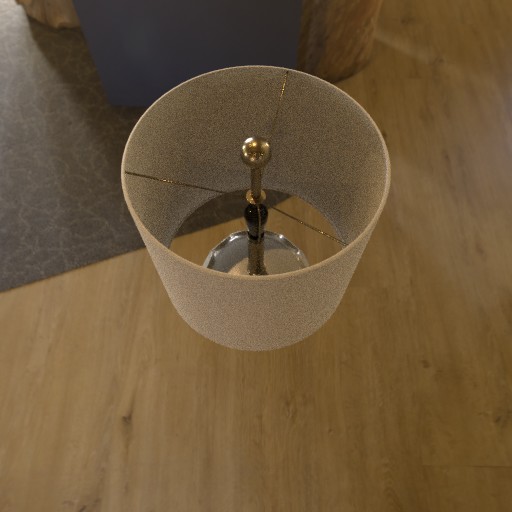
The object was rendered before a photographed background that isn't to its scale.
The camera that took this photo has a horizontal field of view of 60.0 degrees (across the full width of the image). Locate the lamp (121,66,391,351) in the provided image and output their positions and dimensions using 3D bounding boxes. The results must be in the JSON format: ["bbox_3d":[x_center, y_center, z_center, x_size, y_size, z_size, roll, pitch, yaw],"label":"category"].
[{"bbox_3d":[0.000,0.000,0.602,0.254,0.452,0.254,0,63,0],"label":"lamp"}]
